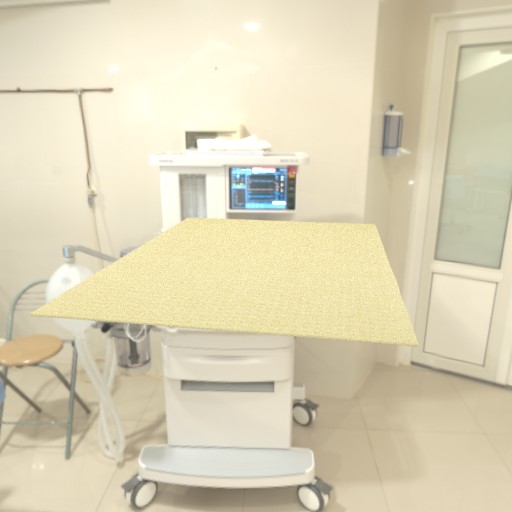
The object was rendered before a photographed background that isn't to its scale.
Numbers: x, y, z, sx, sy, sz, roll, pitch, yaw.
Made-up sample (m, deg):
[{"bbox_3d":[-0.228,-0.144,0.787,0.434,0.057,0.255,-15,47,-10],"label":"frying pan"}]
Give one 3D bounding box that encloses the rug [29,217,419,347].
[{"bbox_3d":[0.000,0.000,4.205,2.452,0.016,3.204,3,17,10],"label":"rug"}]
